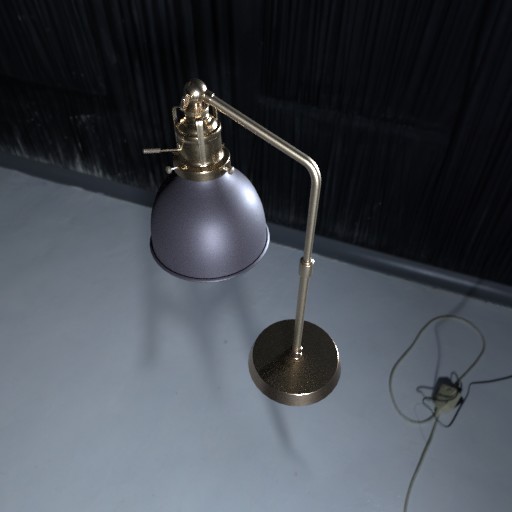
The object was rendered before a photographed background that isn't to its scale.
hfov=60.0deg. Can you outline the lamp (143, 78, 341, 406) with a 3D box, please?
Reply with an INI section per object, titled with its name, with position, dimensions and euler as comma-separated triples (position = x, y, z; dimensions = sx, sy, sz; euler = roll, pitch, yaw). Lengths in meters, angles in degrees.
[lamp]
position = 0.000, 0.000, 0.586
dimensions = 0.291, 0.456, 0.160
euler = 16, 49, 14
